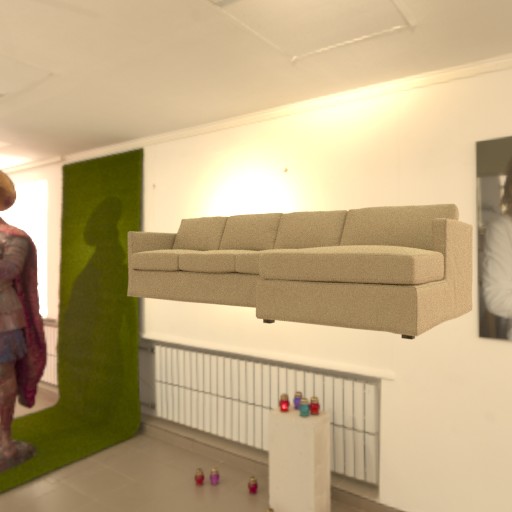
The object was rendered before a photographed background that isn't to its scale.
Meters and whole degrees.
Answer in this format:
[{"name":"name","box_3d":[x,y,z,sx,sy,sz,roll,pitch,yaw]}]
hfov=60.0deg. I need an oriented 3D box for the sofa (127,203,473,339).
[{"name":"sofa","box_3d":[0.000,0.000,3.838,3.177,0.867,1.622,0,1,36]}]
